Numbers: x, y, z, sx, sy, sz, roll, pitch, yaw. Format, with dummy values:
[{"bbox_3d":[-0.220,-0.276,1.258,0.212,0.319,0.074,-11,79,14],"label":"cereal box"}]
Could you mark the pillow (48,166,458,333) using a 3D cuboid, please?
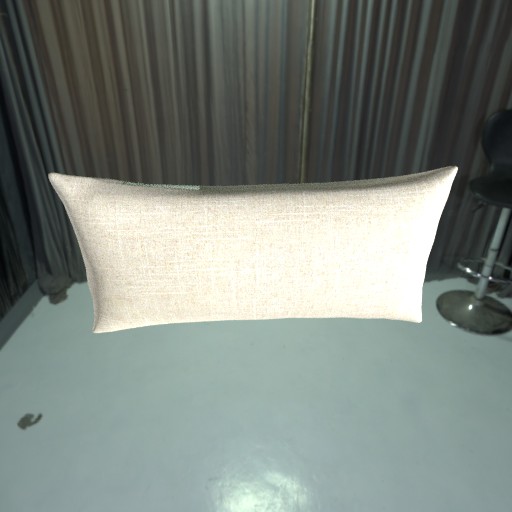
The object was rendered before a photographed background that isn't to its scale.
[{"bbox_3d":[0.000,0.000,1.040,0.859,0.429,0.197,-1,30,-2],"label":"pillow"}]
